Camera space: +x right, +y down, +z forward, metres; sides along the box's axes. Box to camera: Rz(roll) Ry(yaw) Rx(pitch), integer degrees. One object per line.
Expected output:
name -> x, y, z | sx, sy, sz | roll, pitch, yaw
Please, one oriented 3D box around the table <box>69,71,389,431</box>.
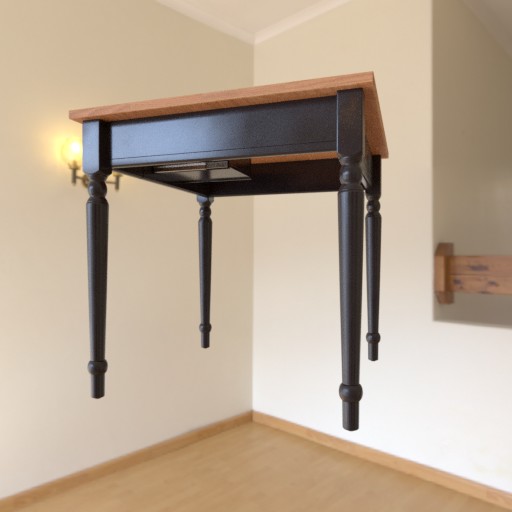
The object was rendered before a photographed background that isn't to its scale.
table -> 0.000, 0.000, 1.354 | 0.747, 0.738, 0.747 | 0, 0, 19
